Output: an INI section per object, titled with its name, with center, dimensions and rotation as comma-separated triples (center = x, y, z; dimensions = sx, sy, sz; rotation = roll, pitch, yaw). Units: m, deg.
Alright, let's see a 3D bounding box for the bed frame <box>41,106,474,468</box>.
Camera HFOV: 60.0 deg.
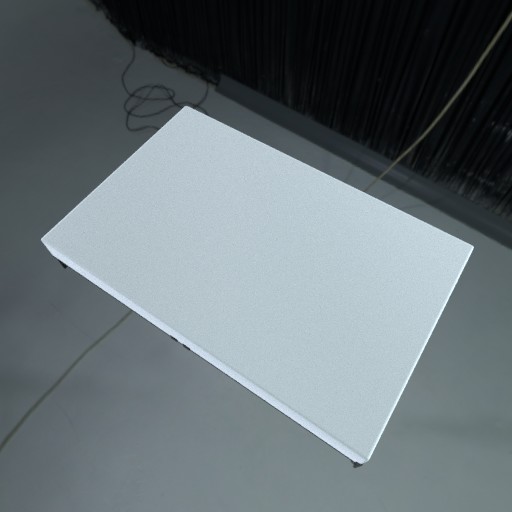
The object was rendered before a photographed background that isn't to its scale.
[bed frame]
center = 0.000, 0.000, 3.790
dimensions = 2.987, 0.440, 1.930
rotation = 30, 64, 16
